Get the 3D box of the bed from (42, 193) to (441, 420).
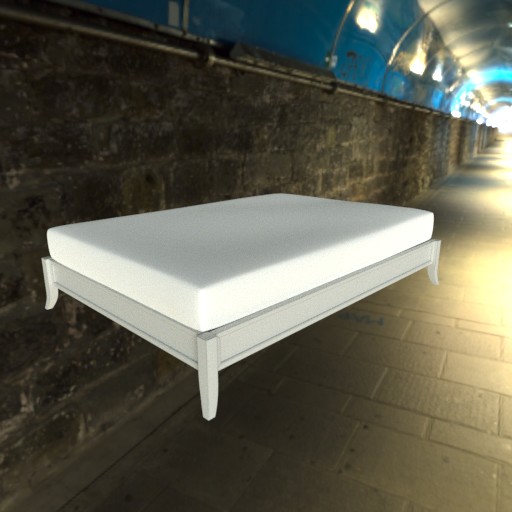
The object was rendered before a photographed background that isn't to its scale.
[{"bbox_3d":[0.000,0.000,2.675,1.460,0.510,1.985,15,22,42],"label":"bed"}]
